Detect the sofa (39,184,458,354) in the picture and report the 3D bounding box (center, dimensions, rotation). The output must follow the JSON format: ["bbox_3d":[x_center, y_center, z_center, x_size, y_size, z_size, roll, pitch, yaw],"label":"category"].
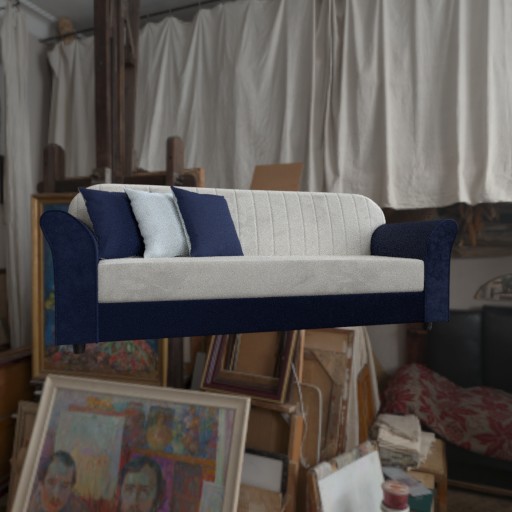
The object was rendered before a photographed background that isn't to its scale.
[{"bbox_3d":[0.000,0.000,2.383,2.006,0.789,0.749,0,1,-18],"label":"sofa"}]
